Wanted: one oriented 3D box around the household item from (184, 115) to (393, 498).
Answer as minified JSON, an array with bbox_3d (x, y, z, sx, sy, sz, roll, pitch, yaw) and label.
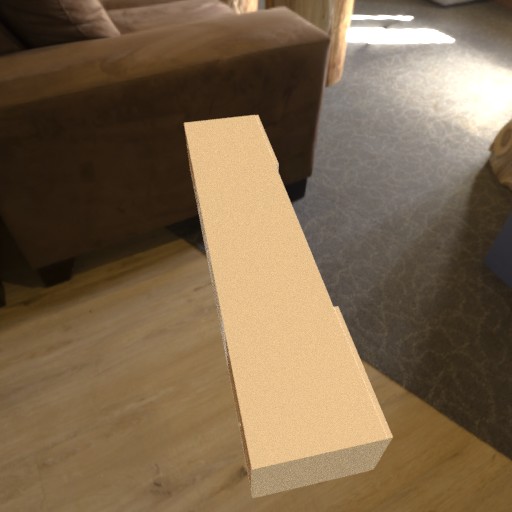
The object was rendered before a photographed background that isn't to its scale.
[{"bbox_3d":[0.000,0.000,1.985,0.420,0.310,1.850,-9,48,-8],"label":"household item"}]
